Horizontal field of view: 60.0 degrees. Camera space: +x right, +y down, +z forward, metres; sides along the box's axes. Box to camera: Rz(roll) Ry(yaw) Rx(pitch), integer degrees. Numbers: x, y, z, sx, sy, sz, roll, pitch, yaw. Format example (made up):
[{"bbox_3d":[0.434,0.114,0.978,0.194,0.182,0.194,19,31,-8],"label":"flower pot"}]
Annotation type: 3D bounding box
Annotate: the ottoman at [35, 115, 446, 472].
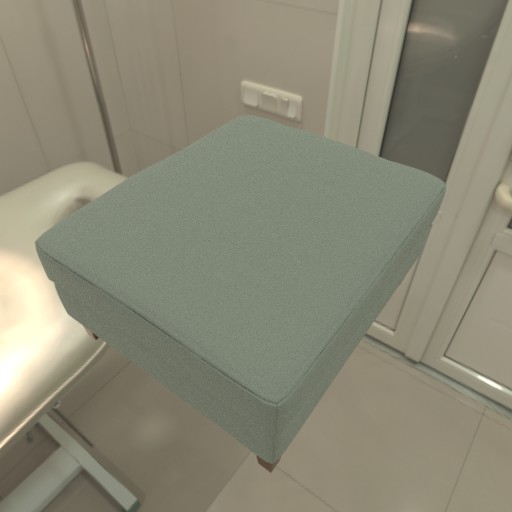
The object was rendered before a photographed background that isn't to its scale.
[{"bbox_3d":[0.000,0.000,1.443,0.842,0.494,0.991,27,49,26],"label":"ottoman"}]
